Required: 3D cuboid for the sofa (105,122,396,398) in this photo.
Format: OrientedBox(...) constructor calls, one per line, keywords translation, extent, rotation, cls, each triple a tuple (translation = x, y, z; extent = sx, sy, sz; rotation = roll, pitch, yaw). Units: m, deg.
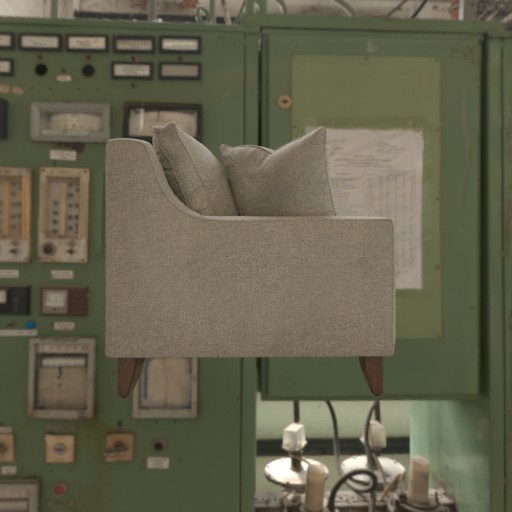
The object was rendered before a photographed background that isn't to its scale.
OrientedBox(translation=(0.000, 0.000, 2.012), extent=(0.915, 0.863, 1.422), rotation=(0, 0, -1), cls="sofa")
